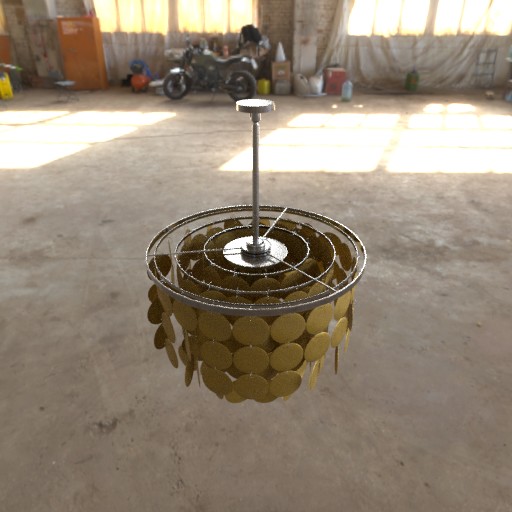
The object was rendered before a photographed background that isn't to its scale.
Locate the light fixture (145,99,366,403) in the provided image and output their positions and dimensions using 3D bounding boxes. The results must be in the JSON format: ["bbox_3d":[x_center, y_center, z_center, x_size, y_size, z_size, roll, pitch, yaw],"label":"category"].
[{"bbox_3d":[0.000,0.000,0.738,0.368,0.492,0.368,0,29,0],"label":"light fixture"}]
